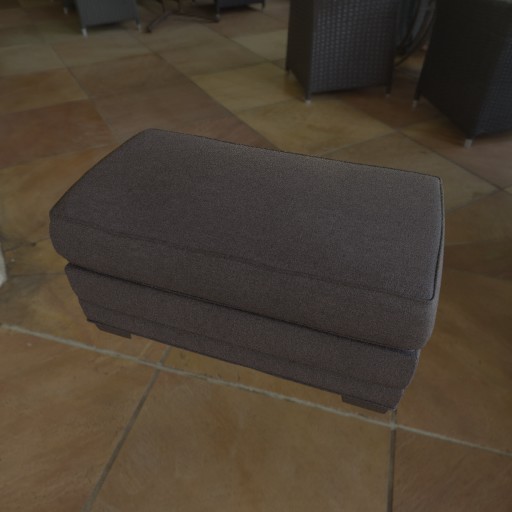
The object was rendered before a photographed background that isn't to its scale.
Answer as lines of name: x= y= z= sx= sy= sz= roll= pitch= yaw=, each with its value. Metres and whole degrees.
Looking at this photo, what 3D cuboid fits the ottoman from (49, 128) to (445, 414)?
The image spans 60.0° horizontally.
ottoman: x=0.000 y=0.000 z=1.166 sx=0.864 sy=0.448 sz=0.490 roll=13 pitch=43 yaw=14
